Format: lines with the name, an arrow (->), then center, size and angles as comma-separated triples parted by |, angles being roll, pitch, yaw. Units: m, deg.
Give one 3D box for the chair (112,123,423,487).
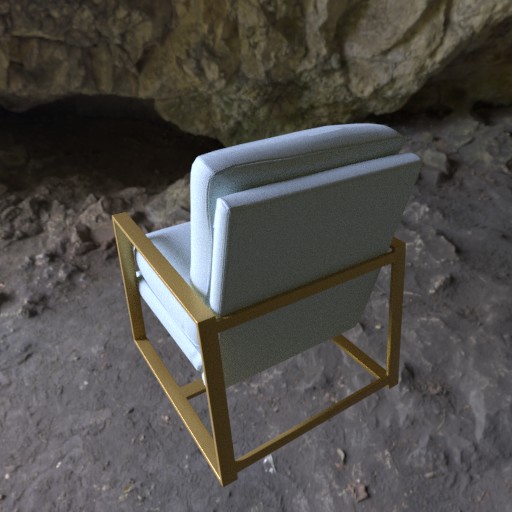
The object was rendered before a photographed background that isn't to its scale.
chair -> 0.000, 0.000, 1.545 | 0.758, 0.956, 0.813 | -18, 35, -28
